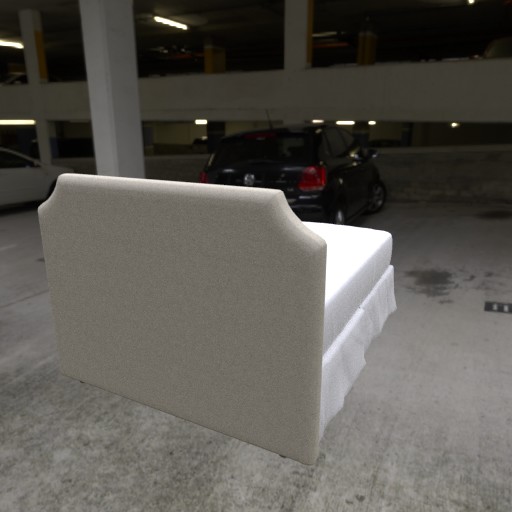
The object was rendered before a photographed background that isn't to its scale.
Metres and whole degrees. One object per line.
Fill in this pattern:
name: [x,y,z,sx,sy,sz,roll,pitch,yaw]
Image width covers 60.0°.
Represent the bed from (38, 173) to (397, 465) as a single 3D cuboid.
bed: [0.000,0.000,3.121,1.693,1.290,2.116,9,19,26]
